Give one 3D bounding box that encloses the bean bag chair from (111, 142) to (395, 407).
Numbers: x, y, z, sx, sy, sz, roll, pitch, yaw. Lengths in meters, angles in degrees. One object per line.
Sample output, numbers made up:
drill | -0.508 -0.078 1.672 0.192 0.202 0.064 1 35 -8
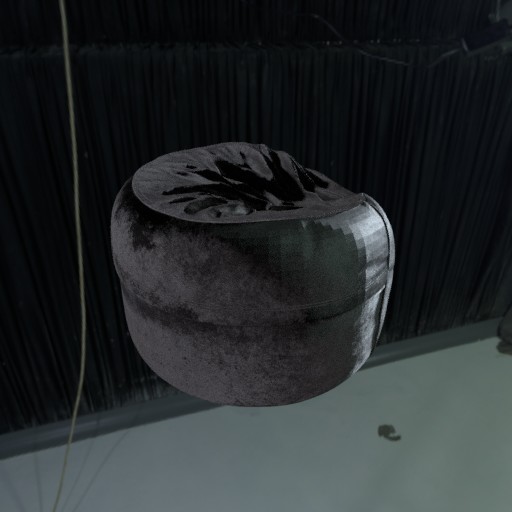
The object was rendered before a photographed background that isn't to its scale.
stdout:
bean bag chair | 0.000 0.000 1.506 0.918 0.605 0.918 0 29 0
